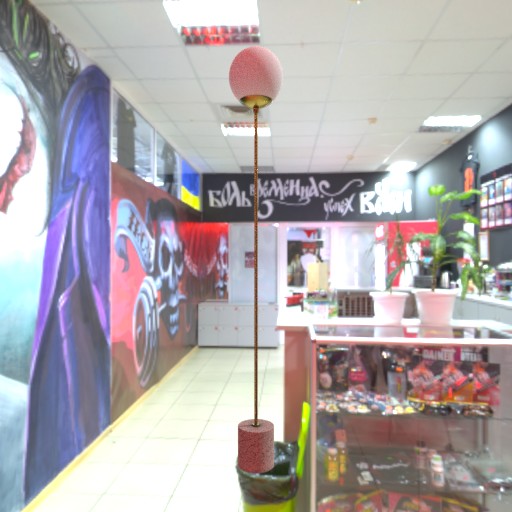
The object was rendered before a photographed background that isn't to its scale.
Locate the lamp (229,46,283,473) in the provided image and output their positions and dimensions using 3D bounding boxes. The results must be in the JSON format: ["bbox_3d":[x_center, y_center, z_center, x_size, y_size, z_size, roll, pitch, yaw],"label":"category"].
[{"bbox_3d":[0.000,0.000,1.864,0.229,1.748,0.229,0,-1,37],"label":"lamp"}]
